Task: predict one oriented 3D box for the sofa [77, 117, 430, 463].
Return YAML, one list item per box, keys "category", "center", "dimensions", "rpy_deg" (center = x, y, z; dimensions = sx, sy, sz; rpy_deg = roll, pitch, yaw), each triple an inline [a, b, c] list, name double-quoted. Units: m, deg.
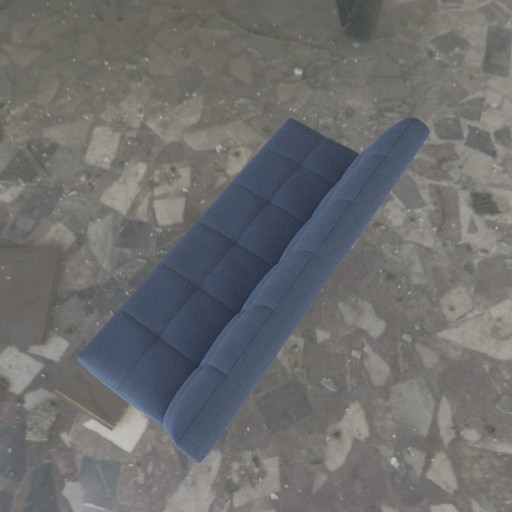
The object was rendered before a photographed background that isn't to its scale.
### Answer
- category: "sofa"
  center: [0.000, 0.000, 2.213]
  dimensions: [0.796, 0.800, 1.800]
  rpy_deg: [33, 69, 15]
